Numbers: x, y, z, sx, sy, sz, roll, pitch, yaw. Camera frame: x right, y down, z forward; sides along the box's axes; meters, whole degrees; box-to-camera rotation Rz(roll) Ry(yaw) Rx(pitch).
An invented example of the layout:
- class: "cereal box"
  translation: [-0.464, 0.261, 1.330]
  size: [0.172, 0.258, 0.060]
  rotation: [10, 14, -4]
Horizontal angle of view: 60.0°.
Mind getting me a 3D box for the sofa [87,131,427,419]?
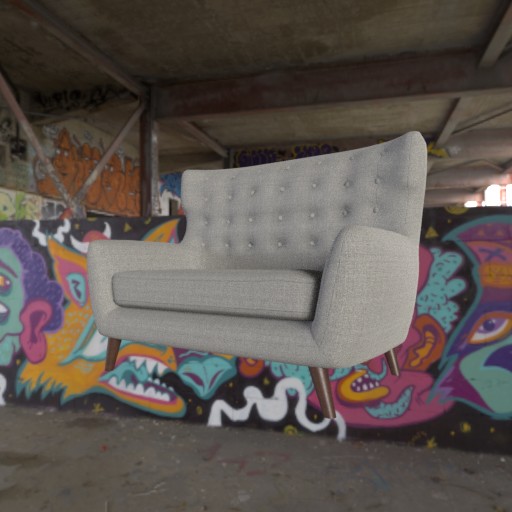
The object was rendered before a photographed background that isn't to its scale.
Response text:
- class: "sofa"
  translation: [0.000, 0.000, 2.002]
  size: [1.386, 1.028, 0.884]
  rotation: [-1, -2, 35]
